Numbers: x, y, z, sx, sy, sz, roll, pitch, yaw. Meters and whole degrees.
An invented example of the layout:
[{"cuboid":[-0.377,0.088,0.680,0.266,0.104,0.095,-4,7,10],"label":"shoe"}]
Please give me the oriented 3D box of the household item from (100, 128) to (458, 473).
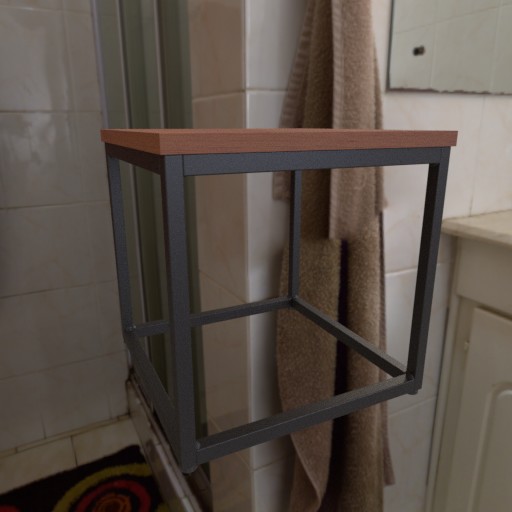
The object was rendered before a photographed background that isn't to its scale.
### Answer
[{"cuboid":[0.000,0.000,0.731,0.400,0.400,0.400,-8,18,-25],"label":"household item"}]
